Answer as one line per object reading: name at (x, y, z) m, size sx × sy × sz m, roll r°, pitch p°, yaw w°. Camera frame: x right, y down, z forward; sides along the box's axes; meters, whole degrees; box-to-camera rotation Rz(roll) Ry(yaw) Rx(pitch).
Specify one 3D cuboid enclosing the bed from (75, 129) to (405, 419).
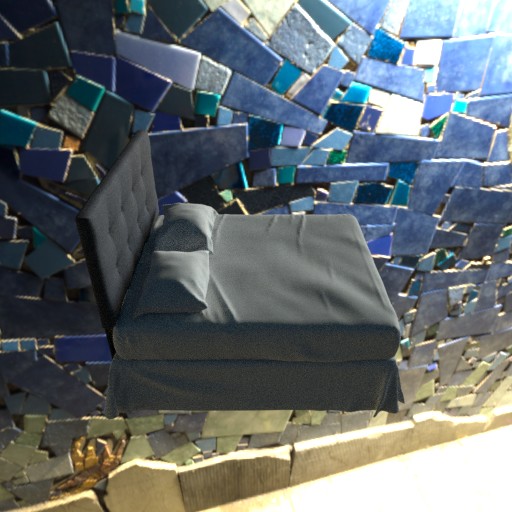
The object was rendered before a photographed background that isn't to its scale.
bed at (0.000, 0.000, 3.591) m, size 2.222 × 1.577 × 1.936 m, roll 0°, pitch 33°, yaw 0°
